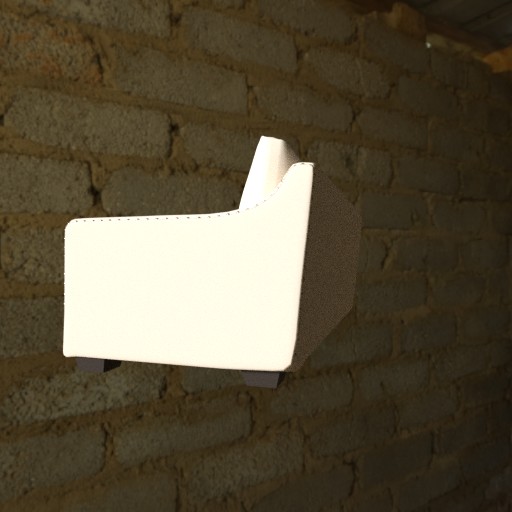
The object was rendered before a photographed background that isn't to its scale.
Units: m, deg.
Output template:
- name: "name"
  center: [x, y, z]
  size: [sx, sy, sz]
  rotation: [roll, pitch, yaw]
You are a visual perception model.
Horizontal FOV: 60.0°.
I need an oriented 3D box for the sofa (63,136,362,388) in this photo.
- name: "sofa"
  center: [0.000, 0.000, 2.319]
  size: [0.949, 0.830, 1.812]
  rotation: [0, 0, 18]
